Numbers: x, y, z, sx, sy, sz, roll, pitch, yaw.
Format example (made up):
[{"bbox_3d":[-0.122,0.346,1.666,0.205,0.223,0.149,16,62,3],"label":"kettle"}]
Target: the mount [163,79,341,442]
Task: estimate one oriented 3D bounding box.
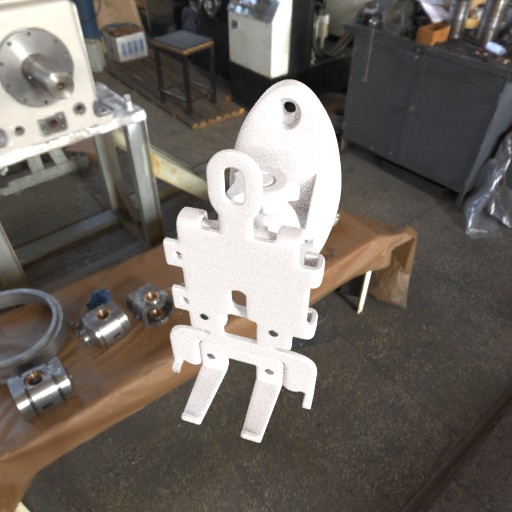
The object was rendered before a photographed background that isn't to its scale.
[{"bbox_3d":[0.000,0.000,0.181,0.066,0.118,0.100,12,43,13],"label":"mount"}]
